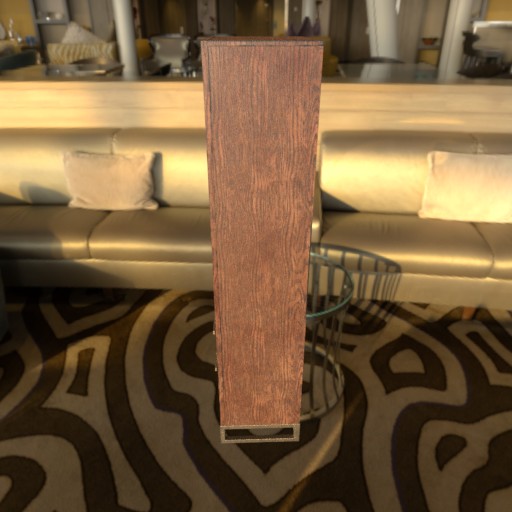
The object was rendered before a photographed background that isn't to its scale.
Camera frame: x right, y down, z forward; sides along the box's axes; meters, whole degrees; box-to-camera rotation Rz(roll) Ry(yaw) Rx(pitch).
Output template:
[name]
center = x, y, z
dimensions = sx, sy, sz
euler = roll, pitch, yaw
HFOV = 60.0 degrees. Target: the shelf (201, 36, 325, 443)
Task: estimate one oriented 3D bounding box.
[shelf]
center = 0.000, 0.000, 1.962
dimensions = 0.395, 1.732, 0.539
euler = -1, 28, -2
